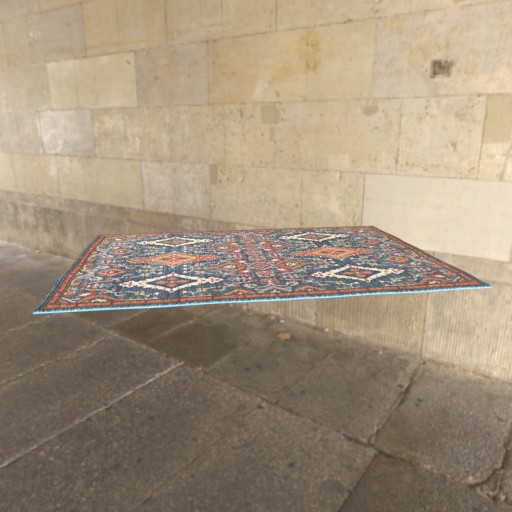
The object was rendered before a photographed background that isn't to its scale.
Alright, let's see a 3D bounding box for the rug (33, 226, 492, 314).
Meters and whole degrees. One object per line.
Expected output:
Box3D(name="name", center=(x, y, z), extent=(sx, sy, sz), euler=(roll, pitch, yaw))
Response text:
Box3D(name="rug", center=(0.000, 0.000, 2.989), extent=(2.373, 0.009, 1.622), euler=(-2, 16, -8))
